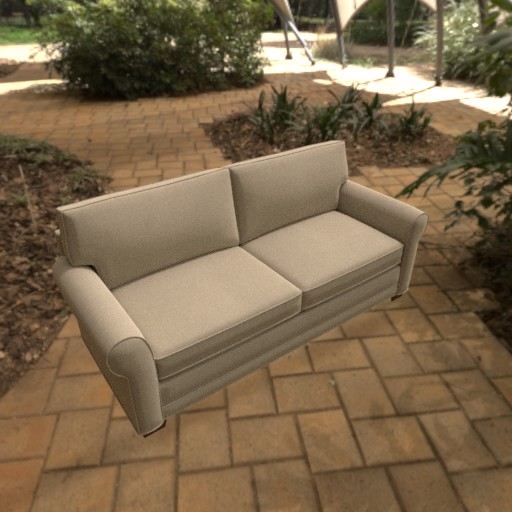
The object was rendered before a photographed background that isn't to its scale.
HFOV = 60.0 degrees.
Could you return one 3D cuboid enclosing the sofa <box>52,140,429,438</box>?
[{"bbox_3d":[0.000,0.000,2.674,2.146,0.962,0.901,-21,37,-30],"label":"sofa"}]
